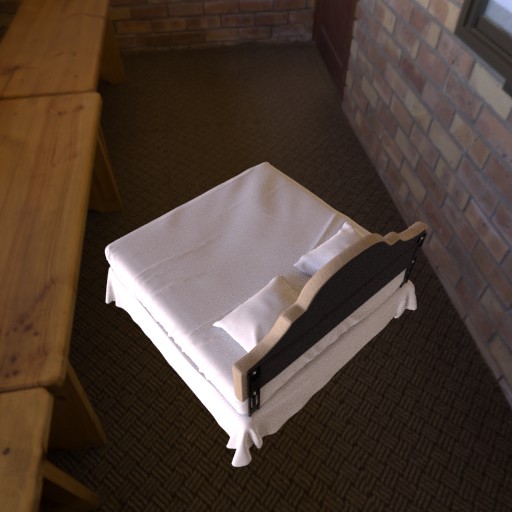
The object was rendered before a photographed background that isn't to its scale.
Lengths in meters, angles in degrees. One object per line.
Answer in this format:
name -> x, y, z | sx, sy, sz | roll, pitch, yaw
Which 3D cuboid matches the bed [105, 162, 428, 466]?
bed -> 0.000, 0.000, 3.913 | 2.303, 1.631, 2.222 | -33, 56, -26
